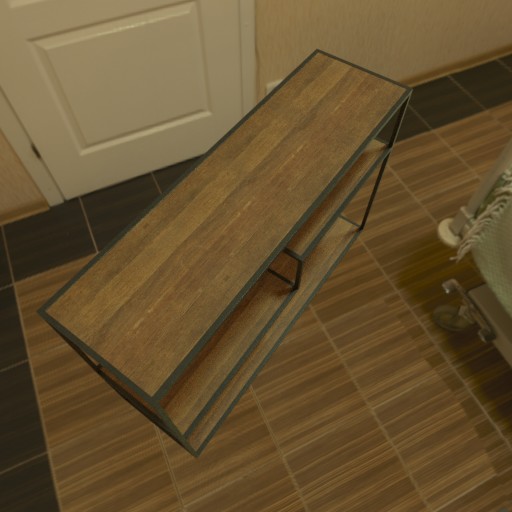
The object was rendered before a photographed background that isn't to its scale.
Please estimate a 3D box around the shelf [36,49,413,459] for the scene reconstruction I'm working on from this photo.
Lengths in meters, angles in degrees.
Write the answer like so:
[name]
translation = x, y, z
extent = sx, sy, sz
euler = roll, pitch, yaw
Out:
[shelf]
translation = 0.000, 0.000, 1.519
extent = 0.361, 0.765, 1.201
euler = 31, 63, 18
